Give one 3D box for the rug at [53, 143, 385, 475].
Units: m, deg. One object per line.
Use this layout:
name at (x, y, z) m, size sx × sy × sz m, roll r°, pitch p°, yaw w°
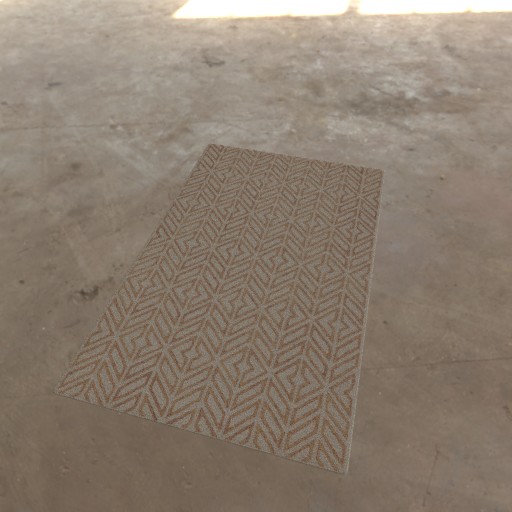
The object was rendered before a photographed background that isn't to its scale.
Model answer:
rug at (0.000, 0.000, 2.957) m, size 1.523 × 0.008 × 2.438 m, roll 11°, pitch 47°, yaw 11°
